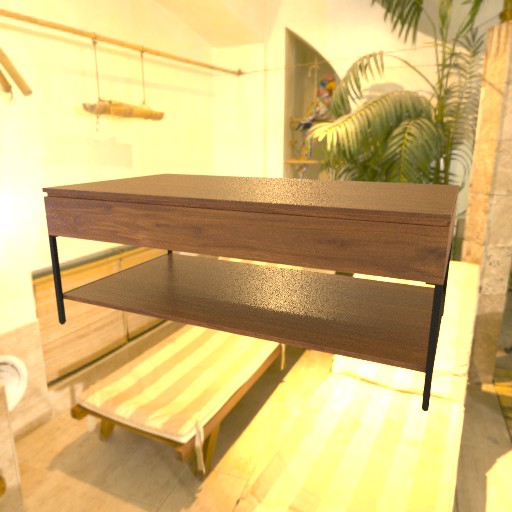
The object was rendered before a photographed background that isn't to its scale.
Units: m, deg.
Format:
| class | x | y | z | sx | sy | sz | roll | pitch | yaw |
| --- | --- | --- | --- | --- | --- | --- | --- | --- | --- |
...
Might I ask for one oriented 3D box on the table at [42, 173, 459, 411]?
| class | x | y | z | sx | sy | sz | roll | pitch | yaw |
| --- | --- | --- | --- | --- | --- | --- | --- | --- | --- |
| table | 0.000 | 0.000 | 1.330 | 1.057 | 0.414 | 0.574 | 7 | 16 | 24 |
